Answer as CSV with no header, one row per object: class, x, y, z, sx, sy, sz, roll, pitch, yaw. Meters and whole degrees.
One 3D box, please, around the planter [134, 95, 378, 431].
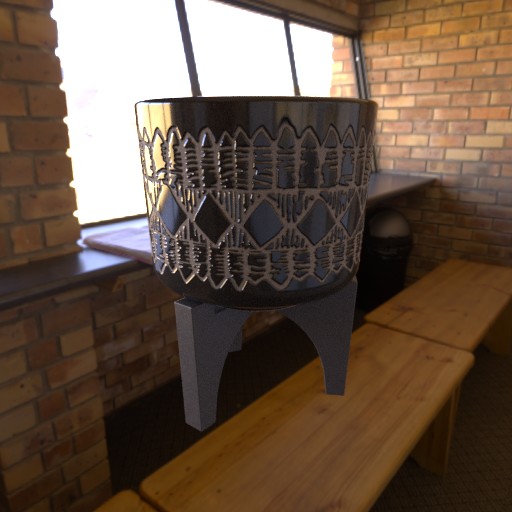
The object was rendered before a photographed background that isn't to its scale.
planter,0.000,0.000,0.404,0.196,0.264,0.196,2,17,8
